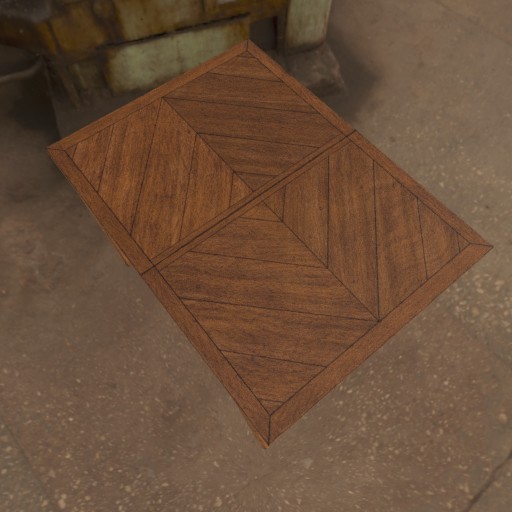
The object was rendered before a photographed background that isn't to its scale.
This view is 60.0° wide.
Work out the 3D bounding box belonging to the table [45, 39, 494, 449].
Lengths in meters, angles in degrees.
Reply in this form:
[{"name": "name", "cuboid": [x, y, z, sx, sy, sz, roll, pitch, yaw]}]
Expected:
[{"name": "table", "cuboid": [0.000, 0.000, 1.560, 0.757, 0.760, 1.027, -36, 69, -16]}]
